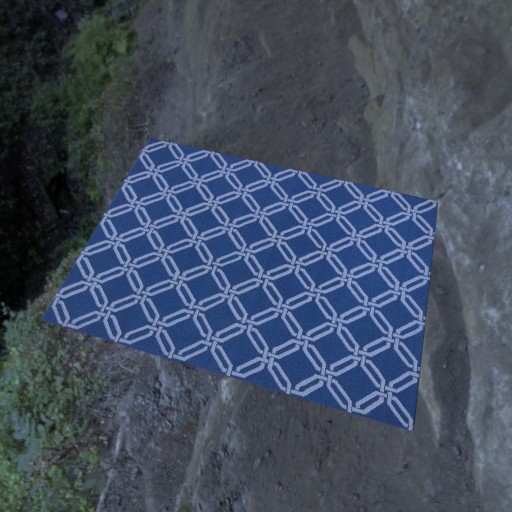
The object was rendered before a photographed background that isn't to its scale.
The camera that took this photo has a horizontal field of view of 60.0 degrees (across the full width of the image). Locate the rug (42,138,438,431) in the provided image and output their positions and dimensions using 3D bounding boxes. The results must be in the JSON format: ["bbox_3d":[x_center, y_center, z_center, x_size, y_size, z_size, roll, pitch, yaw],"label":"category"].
[{"bbox_3d":[0.000,0.000,4.381,3.342,0.018,2.432,14,59,9],"label":"rug"}]
